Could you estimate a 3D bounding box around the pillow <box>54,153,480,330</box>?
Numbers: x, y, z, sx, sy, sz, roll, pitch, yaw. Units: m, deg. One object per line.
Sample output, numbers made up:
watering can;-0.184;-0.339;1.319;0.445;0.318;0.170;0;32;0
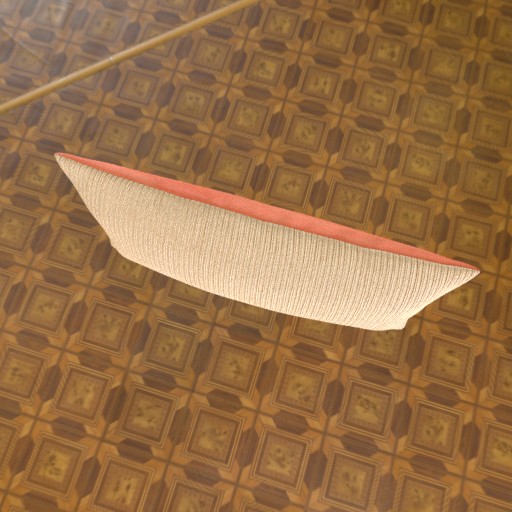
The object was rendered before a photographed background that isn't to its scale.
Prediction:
pillow;0.000;0.000;0.745;0.608;0.307;0.155;16;76;4
